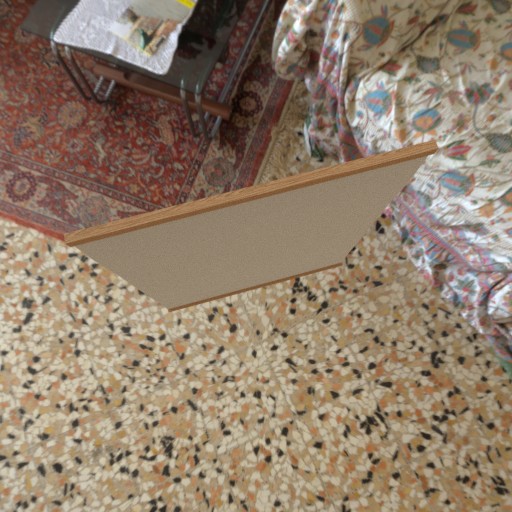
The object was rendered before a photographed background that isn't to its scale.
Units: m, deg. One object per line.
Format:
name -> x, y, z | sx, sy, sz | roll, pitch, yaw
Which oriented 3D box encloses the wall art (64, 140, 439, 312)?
wall art -> 0.000, 0.000, 1.340 | 0.739, 1.016, 0.020 | -15, 76, -4
